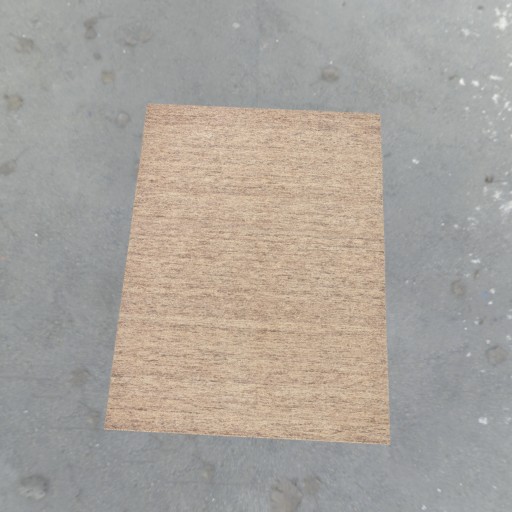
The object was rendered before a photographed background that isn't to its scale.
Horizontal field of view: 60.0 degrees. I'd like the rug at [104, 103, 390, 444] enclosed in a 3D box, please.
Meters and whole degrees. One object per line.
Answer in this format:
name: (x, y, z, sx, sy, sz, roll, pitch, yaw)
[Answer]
rug: (0.000, 0.000, 4.208, 2.448, 0.013, 3.205, 3, 74, 1)
